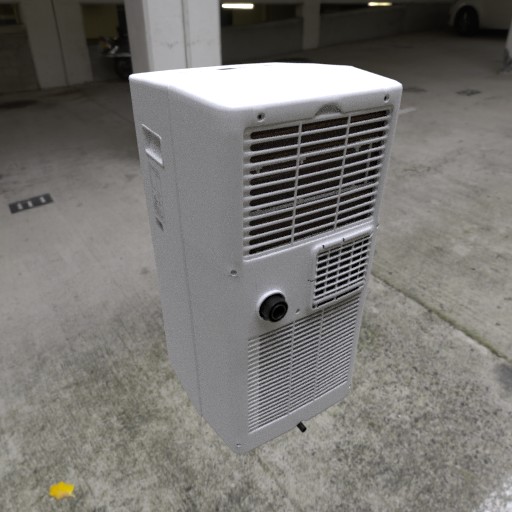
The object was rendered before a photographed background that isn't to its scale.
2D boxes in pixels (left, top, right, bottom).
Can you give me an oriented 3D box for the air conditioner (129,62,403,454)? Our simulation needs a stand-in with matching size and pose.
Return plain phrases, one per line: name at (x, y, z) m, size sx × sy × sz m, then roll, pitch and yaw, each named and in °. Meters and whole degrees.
air conditioner at (0.000, 0.000, 0.777) m, size 0.304 × 0.606 × 0.349 m, roll -18°, pitch 35°, yaw -28°
